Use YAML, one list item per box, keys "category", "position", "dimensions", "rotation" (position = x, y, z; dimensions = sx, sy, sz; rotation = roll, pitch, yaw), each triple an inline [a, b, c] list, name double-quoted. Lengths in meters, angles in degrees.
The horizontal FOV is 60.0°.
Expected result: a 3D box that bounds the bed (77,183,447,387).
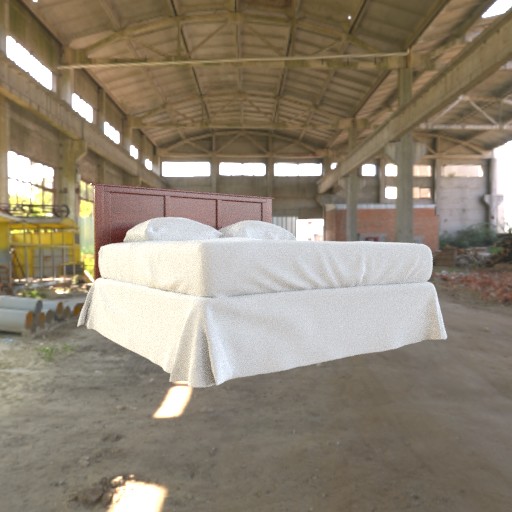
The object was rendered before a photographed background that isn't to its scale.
- category: "bed"
  position: [0.000, 0.000, 3.616]
  dimensions: [2.314, 1.271, 2.219]
  rotation: [-1, 1, -35]
